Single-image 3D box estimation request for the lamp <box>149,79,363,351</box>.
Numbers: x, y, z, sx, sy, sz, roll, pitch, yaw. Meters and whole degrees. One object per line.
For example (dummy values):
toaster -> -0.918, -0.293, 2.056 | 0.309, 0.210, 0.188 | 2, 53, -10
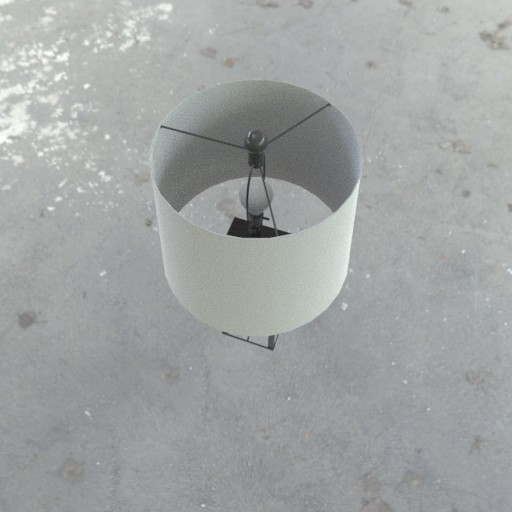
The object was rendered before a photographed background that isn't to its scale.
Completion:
lamp -> 0.000, 0.000, 0.788 | 0.320, 0.591, 0.320 | 0, 60, 0
